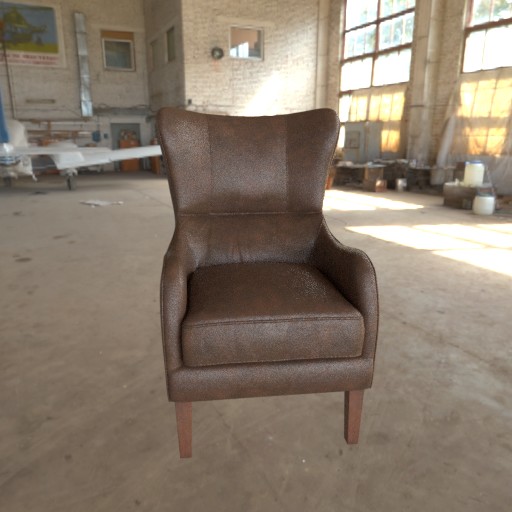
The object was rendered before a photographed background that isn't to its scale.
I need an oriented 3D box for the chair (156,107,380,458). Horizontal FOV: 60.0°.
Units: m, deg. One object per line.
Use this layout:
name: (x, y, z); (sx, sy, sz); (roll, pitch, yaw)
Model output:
chair: (0.000, 0.000, 1.596); (0.692, 1.048, 0.914); (-2, 15, -7)
